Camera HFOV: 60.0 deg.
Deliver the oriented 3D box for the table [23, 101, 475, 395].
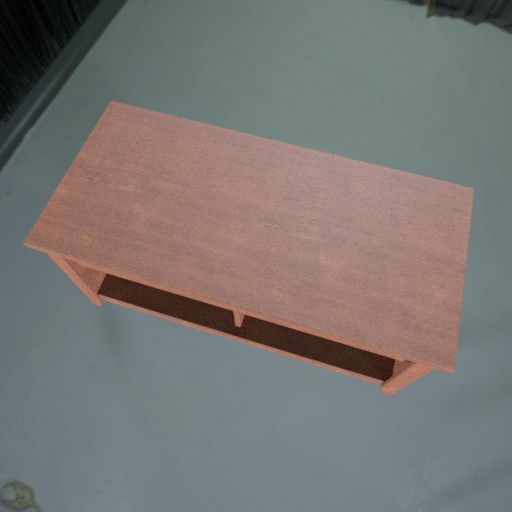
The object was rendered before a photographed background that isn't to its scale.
[{"bbox_3d":[0.000,0.000,1.297,1.016,0.457,0.483,16,65,8],"label":"table"}]
